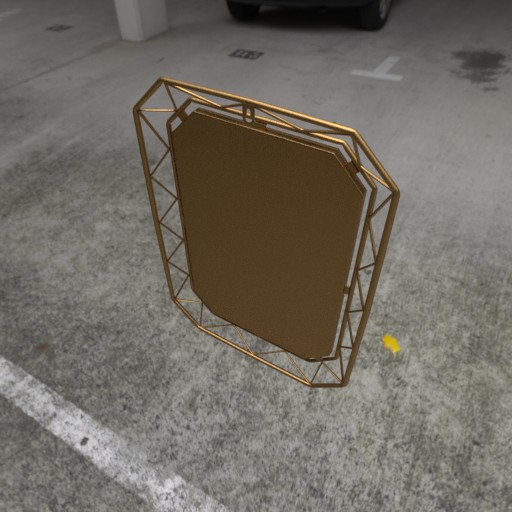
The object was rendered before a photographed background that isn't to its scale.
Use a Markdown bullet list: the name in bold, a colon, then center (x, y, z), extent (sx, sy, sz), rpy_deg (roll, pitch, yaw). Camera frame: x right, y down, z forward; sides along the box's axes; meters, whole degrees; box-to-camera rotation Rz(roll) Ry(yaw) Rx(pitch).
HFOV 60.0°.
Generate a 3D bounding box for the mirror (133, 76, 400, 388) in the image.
- **mirror**: center (0.000, 0.000, 0.748), extent (0.417, 0.566, 0.042), rpy_deg (23, 49, 22)
